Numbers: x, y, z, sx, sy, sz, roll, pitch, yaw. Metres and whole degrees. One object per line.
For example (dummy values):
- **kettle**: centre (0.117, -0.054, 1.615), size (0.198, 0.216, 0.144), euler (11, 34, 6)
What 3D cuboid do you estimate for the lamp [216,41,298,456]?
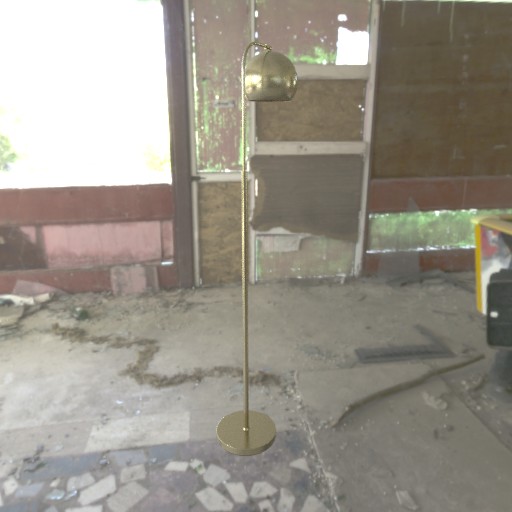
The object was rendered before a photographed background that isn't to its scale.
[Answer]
- **lamp**: centre (0.000, 0.000, 1.725), size (0.250, 1.526, 0.431), euler (8, 18, 26)
